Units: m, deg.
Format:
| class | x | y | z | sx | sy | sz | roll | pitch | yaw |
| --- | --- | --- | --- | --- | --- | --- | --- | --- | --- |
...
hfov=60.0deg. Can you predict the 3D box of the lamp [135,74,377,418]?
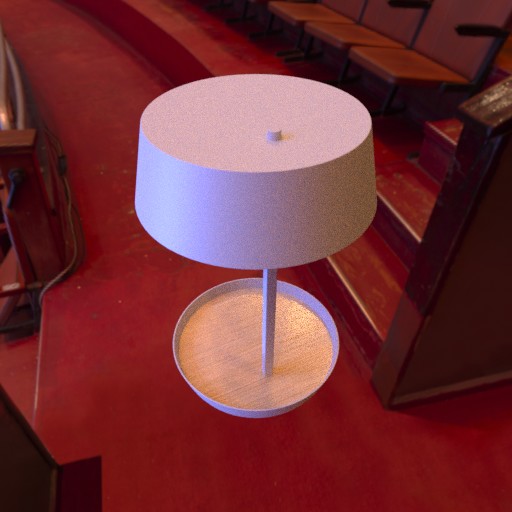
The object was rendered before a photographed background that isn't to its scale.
| class | x | y | z | sx | sy | sz | roll | pitch | yaw |
| --- | --- | --- | --- | --- | --- | --- | --- | --- | --- |
| lamp | 0.000 | 0.000 | 0.616 | 0.291 | 0.429 | 0.291 | 0 | 41 | 0 |
